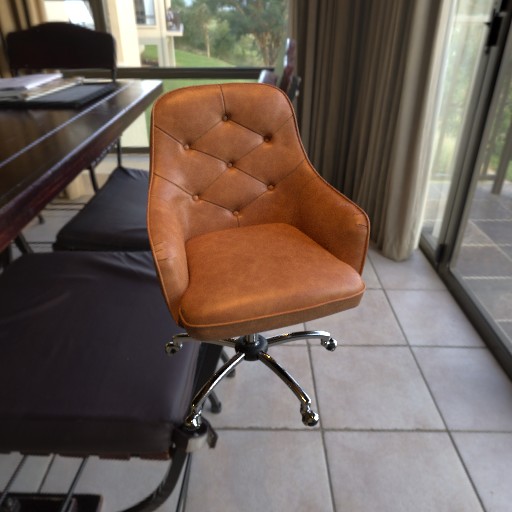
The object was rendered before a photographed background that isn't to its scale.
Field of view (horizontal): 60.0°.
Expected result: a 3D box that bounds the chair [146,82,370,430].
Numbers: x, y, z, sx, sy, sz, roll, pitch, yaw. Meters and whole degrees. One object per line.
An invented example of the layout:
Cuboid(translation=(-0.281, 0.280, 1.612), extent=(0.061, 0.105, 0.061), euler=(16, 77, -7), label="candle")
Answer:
Cuboid(translation=(0.000, 0.000, 1.347), extent=(0.628, 0.909, 0.615), euler=(-10, 31, -16), label="chair")
